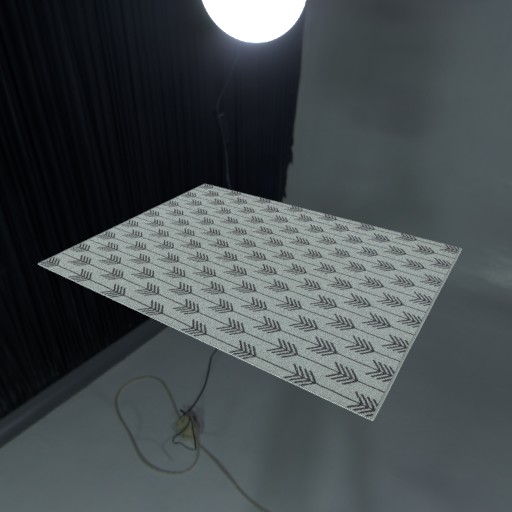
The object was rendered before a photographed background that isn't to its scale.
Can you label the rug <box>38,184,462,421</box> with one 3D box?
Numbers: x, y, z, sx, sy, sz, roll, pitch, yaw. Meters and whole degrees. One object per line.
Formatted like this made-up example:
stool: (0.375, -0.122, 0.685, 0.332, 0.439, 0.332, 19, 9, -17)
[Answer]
rug: (0.000, 0.000, 4.004, 3.061, 0.010, 2.330, 18, 35, 28)
